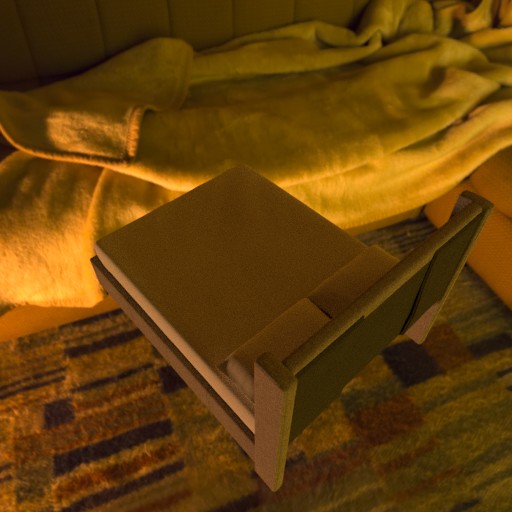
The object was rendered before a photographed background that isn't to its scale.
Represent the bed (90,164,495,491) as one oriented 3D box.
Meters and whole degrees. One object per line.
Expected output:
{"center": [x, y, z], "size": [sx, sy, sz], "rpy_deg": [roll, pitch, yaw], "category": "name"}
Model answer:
{"center": [0.000, 0.000, 3.263], "size": [1.714, 1.481, 2.245], "rpy_deg": [-34, 56, -27], "category": "bed"}
